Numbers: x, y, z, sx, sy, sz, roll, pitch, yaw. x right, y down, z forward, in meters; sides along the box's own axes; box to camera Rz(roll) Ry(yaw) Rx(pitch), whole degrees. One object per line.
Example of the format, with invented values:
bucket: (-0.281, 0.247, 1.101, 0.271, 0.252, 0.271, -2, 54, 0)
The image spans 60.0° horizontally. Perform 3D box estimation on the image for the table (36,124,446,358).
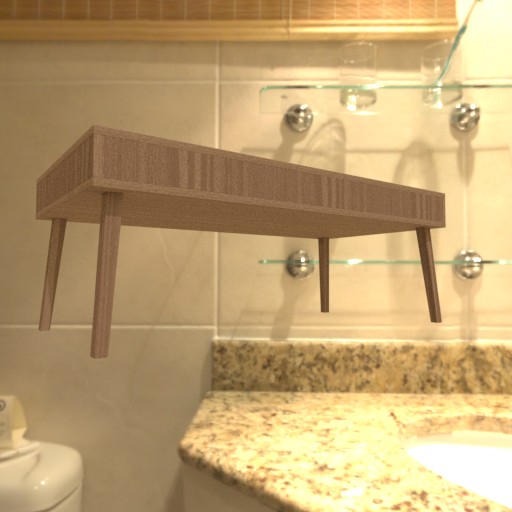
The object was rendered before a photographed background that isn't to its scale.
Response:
table: (0.000, 0.000, 1.433, 1.200, 0.450, 0.600, 2, -3, -36)
